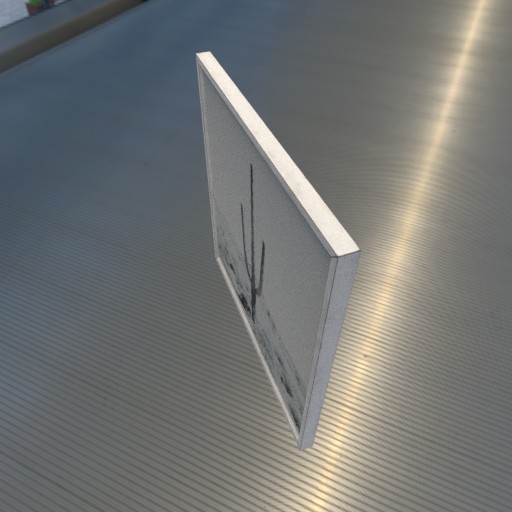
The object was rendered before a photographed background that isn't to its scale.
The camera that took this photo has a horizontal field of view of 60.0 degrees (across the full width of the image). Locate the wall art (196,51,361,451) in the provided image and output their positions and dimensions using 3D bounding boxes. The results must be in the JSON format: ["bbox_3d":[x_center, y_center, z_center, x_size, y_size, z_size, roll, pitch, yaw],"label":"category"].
[{"bbox_3d":[0.000,0.000,1.165,0.038,0.762,0.762,-15,49,-14],"label":"wall art"}]
